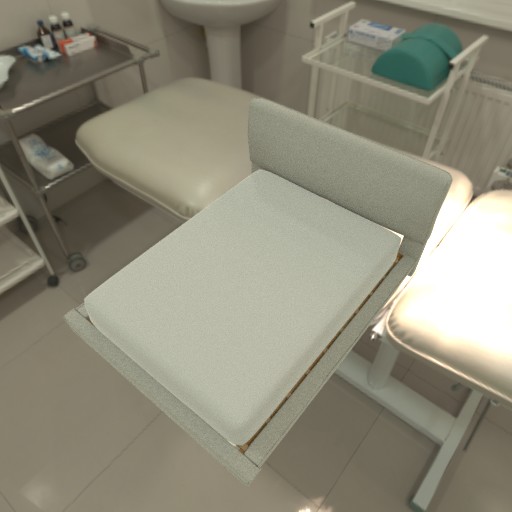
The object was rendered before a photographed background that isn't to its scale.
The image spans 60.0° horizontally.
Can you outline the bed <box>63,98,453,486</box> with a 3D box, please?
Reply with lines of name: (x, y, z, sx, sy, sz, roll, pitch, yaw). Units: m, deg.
bed: (0.000, 0.000, 3.337, 1.840, 1.067, 2.368, 31, 54, 25)
